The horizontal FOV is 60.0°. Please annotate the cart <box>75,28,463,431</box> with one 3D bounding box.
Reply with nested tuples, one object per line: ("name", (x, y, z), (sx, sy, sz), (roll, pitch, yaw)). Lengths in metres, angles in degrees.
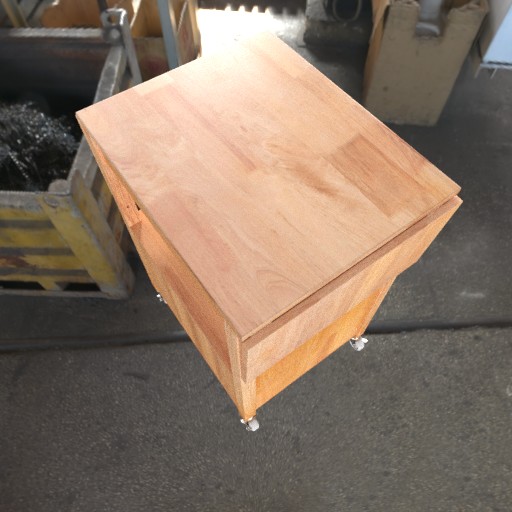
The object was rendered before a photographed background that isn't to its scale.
("cart", (0.000, 0.000, 1.234), (0.508, 0.838, 0.640), (-32, 65, -17))
